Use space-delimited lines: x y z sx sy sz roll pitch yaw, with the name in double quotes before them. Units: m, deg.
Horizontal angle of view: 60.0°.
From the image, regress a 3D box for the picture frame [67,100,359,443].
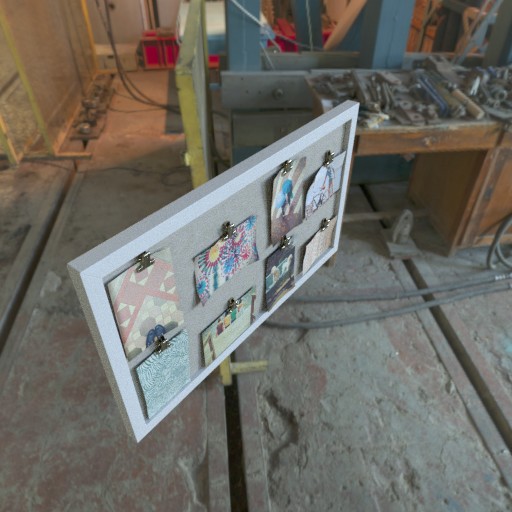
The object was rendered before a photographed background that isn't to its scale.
"picture frame" 0.000 0.000 0.810 0.044 0.379 0.647 27 47 29
